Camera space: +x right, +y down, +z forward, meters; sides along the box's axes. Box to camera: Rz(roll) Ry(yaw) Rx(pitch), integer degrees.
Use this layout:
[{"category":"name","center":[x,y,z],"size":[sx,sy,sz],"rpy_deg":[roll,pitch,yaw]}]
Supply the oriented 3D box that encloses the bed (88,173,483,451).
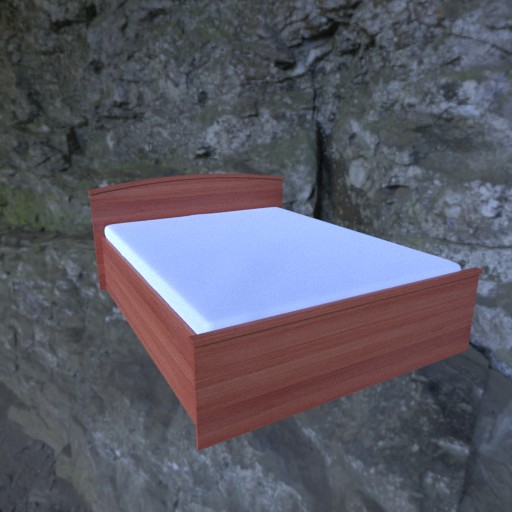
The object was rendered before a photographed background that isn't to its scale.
[{"category":"bed","center":[0.000,0.000,2.896],"size":[1.683,0.848,2.053],"rpy_deg":[-9,19,-28]}]
